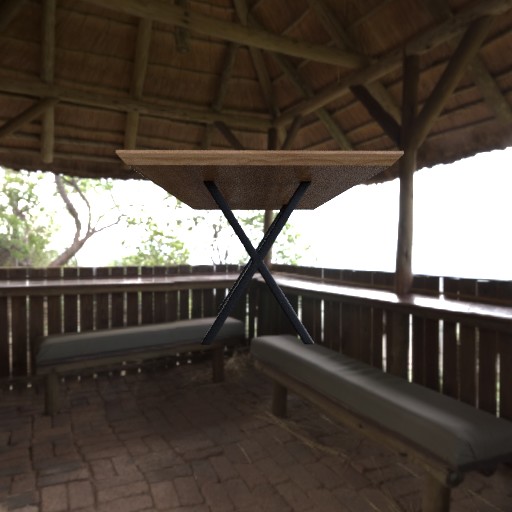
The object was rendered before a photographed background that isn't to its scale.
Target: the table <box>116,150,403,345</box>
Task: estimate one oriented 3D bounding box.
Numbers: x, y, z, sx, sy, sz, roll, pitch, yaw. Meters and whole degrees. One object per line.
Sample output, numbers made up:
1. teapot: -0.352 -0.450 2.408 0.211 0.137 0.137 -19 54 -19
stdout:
1. table: 0.000 0.000 2.545 1.000 0.770 2.000 0 1 -1
